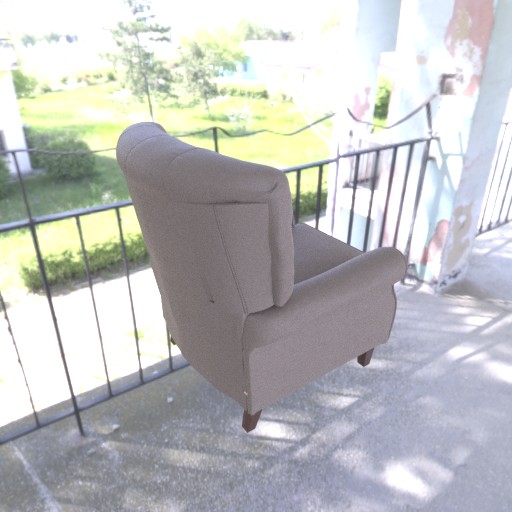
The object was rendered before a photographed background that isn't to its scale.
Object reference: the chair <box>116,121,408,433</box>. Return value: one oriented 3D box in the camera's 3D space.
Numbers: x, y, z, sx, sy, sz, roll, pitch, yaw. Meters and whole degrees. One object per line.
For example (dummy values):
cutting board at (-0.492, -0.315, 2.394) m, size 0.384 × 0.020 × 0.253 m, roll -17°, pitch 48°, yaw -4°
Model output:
chair at (0.000, 0.000, 1.956) m, size 1.041 × 1.138 × 0.999 m, roll -18°, pitch 32°, yaw -30°
